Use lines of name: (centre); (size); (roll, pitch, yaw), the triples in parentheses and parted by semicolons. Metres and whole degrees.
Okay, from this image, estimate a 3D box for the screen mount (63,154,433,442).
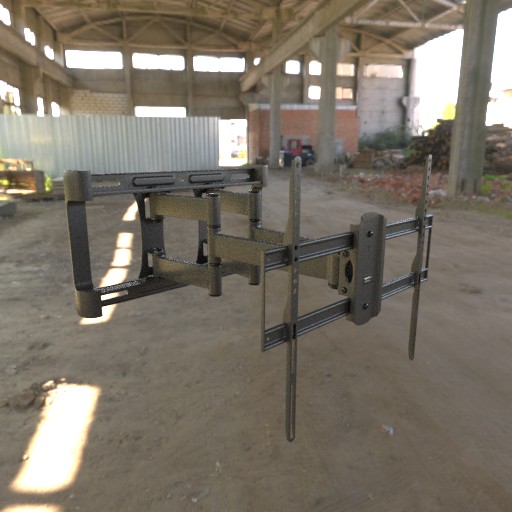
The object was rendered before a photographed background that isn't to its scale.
screen mount: (0.000, 0.000, 0.948); (0.571, 0.424, 0.556); (-13, 18, -43)
